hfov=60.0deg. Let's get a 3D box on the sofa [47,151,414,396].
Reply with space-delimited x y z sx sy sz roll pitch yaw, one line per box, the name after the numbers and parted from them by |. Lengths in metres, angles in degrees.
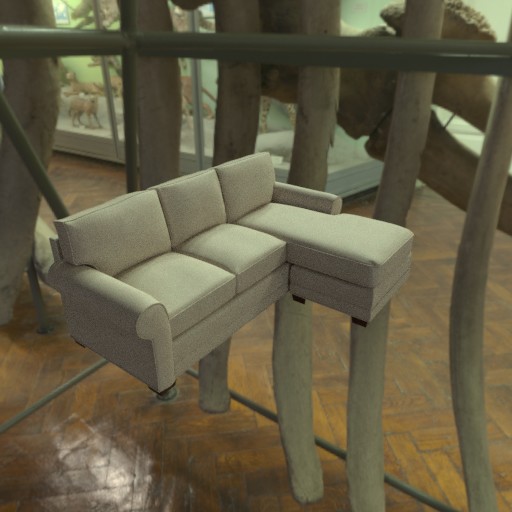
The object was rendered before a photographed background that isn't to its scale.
0.000 0.000 2.421 1.226 0.734 1.770 18 32 32 | sofa
